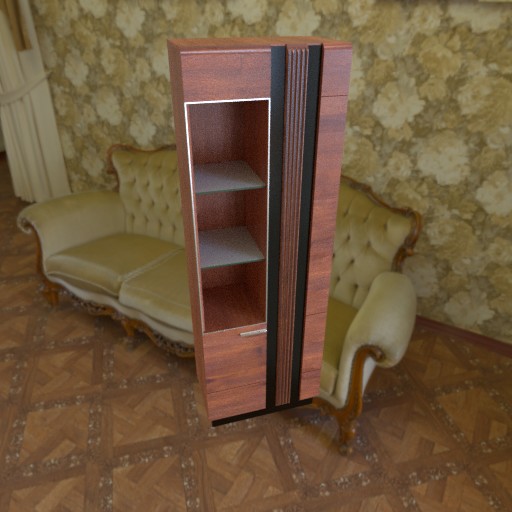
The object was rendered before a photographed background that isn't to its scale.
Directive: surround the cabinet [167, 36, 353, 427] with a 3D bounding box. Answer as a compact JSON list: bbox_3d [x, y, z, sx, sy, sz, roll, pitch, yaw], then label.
[{"bbox_3d":[0.000,0.000,2.262,0.660,1.980,0.420,-8,31,-14],"label":"cabinet"}]
